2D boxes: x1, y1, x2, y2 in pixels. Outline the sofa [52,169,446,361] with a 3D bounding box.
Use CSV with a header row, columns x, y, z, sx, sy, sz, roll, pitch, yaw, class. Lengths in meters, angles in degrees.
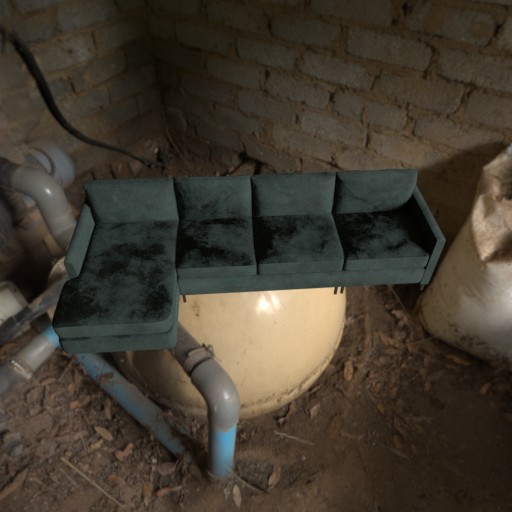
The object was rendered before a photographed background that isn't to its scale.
x,y,z,sx,sy,sz,roll,pitch,yaw,class
0.000,0.000,4.150,3.400,0.967,1.500,-3,45,-3,sofa
